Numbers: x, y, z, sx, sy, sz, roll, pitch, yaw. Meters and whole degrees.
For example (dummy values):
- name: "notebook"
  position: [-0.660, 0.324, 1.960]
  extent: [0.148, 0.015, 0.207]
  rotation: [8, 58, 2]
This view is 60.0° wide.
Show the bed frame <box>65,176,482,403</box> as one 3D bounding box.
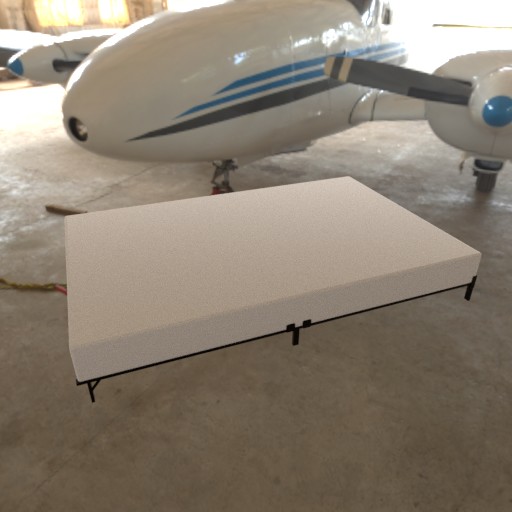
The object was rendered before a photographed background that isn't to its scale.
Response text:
- name: "bed frame"
  position: [0.000, 0.000, 3.798]
  extent: [2.987, 0.440, 1.930]
  rotation: [-11, 31, -19]
